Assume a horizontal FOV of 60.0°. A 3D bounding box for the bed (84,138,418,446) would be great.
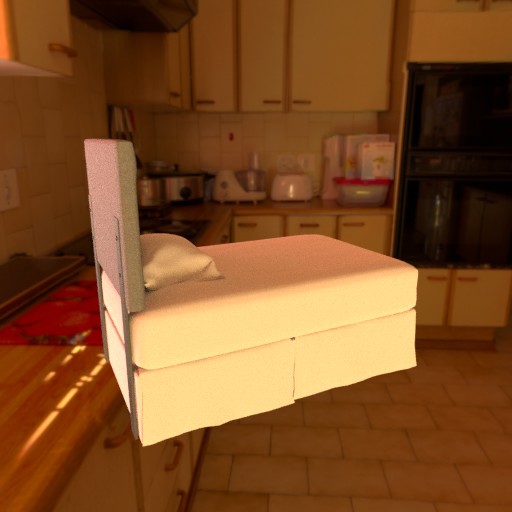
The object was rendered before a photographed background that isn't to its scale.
[{"bbox_3d":[0.000,0.000,3.064,1.997,1.571,1.261,-8,17,-26],"label":"bed"}]
